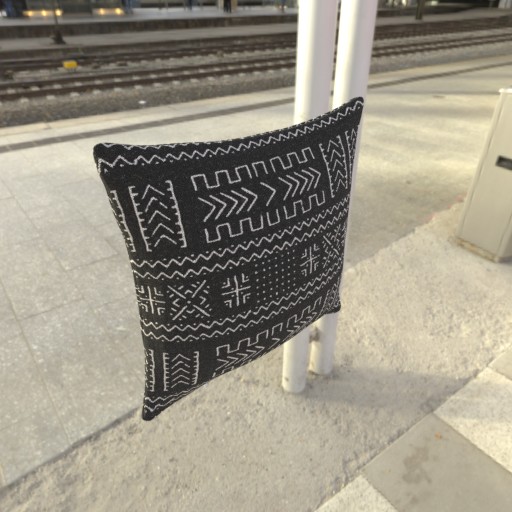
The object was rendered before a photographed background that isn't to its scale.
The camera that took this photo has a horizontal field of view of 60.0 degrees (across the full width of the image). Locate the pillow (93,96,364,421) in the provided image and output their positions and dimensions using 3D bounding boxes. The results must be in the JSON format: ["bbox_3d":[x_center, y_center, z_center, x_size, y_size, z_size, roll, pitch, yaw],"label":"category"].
[{"bbox_3d":[0.000,0.000,0.683,0.438,0.430,0.164,-22,37,-33],"label":"pillow"}]
